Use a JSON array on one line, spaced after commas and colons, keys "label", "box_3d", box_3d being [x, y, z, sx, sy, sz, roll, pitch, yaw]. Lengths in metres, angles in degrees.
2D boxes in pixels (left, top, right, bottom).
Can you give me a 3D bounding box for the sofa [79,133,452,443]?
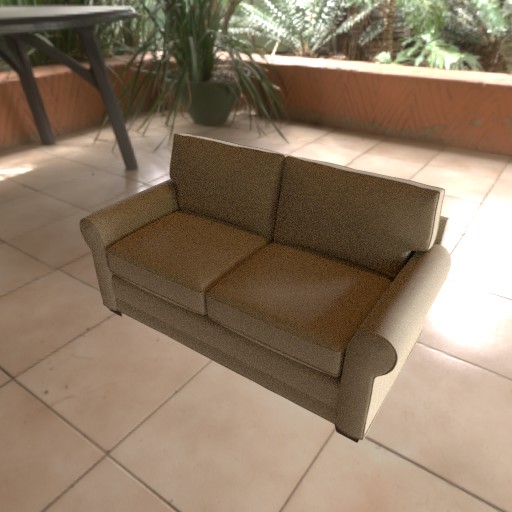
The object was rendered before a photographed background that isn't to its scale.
[{"label": "sofa", "box_3d": [0.000, 0.000, 2.309, 1.774, 0.933, 0.861, 20, 36, 29]}]
